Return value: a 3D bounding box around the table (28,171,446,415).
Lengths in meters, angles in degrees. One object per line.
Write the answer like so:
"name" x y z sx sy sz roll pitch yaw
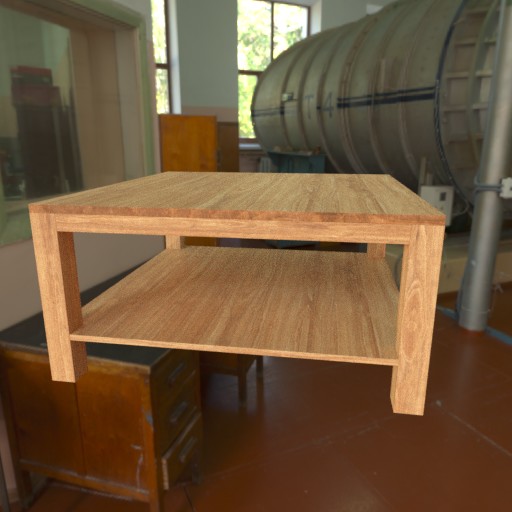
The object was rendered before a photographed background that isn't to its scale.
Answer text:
"table" 0.000 0.000 1.423 0.900 0.450 0.900 2 16 9
